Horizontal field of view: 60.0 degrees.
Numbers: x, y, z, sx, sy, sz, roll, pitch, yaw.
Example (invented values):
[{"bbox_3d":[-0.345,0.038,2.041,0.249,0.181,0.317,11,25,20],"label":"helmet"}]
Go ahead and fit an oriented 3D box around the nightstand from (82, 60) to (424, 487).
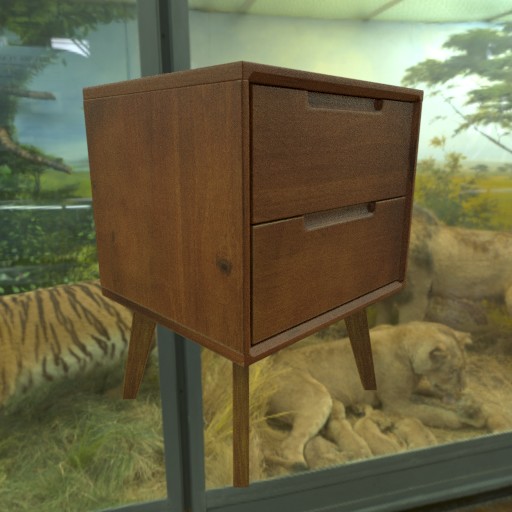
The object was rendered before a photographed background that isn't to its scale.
[{"bbox_3d":[0.000,0.000,0.873,0.411,0.618,0.460,14,21,43],"label":"nightstand"}]
